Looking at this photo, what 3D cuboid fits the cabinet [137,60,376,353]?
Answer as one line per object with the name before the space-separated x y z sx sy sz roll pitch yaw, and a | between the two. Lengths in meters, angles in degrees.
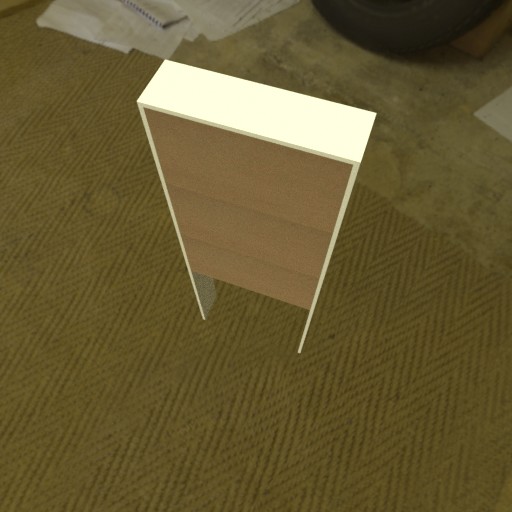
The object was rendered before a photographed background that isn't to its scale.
cabinet | 0.000 0.000 2.016 0.643 1.770 0.192 18 63 9
